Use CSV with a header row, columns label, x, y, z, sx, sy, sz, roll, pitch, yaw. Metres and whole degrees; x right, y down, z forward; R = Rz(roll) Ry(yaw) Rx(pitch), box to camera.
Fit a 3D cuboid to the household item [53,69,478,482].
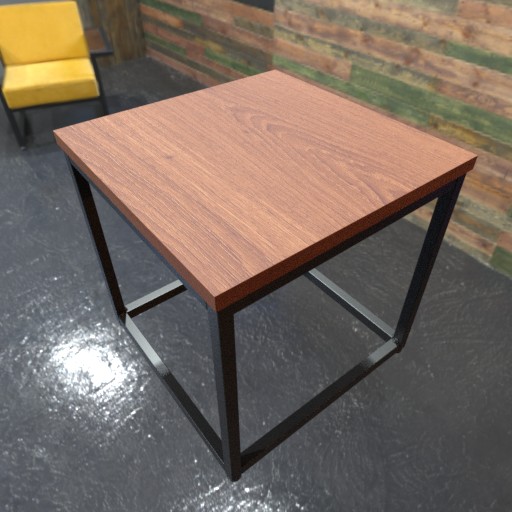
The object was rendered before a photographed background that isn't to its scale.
label,x,y,z,sx,sy,sz,roll,pitch,yaw
household item,0.000,0.000,0.718,0.400,0.400,0.400,-27,48,-27
